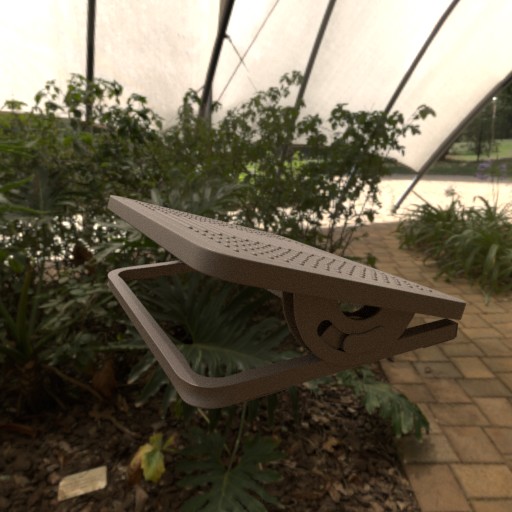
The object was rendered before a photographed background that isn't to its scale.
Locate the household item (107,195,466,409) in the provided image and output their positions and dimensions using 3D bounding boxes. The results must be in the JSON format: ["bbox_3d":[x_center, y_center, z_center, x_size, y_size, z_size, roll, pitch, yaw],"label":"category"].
[{"bbox_3d":[0.000,0.000,0.536,0.301,0.126,0.390,-8,16,-27],"label":"household item"}]
